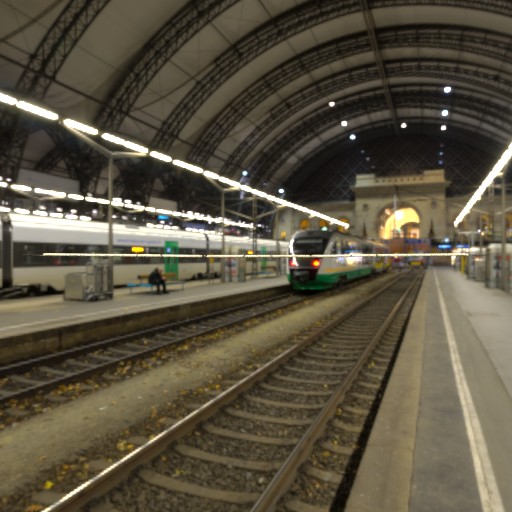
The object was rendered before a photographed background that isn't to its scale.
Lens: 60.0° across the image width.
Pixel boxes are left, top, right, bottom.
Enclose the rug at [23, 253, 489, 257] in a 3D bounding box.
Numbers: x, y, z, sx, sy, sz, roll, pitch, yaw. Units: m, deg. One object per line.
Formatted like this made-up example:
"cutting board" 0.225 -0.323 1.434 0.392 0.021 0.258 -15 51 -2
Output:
"rug" 0.000 0.000 4.216 3.221 0.026 2.342 0 0 0
